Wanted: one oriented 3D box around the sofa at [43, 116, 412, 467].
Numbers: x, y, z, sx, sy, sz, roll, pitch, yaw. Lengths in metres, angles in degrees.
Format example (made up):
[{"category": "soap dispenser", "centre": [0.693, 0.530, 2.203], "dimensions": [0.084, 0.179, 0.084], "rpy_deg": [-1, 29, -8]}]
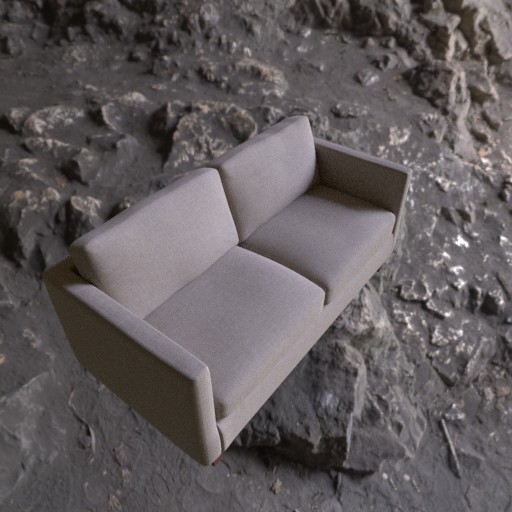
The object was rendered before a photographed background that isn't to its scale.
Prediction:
[{"category": "sofa", "centre": [0.000, 0.000, 2.435], "dimensions": [0.951, 0.947, 1.884], "rpy_deg": [27, 47, 28]}]
